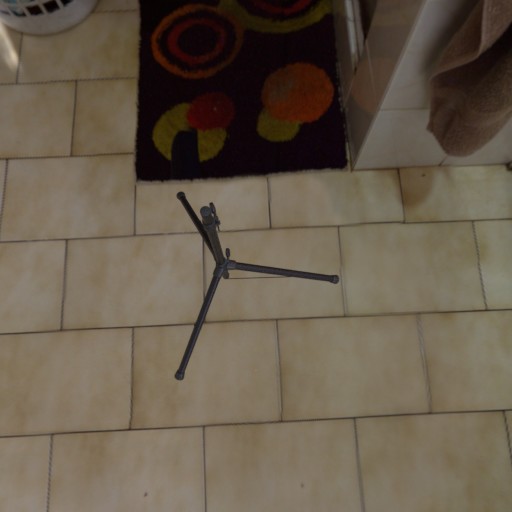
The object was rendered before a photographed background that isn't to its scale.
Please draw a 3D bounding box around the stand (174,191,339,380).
[{"bbox_3d":[0.000,0.000,1.897,0.907,1.136,1.045,0,76,0],"label":"stand"}]
